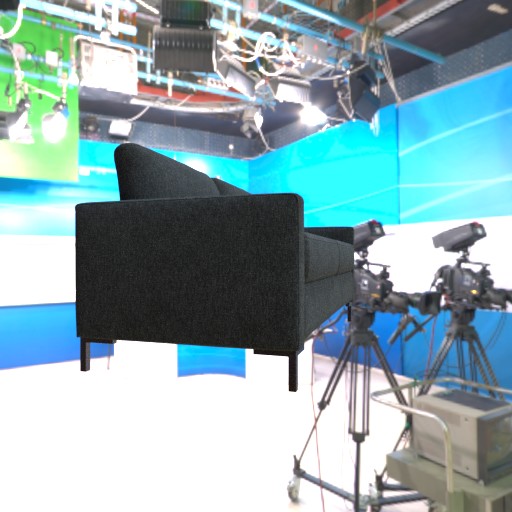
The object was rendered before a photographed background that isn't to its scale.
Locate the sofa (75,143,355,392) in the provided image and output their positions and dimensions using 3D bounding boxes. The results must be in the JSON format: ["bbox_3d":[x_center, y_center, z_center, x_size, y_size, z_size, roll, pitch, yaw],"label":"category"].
[{"bbox_3d":[0.000,0.000,2.291,0.866,0.862,1.716,0,0,18],"label":"sofa"}]
